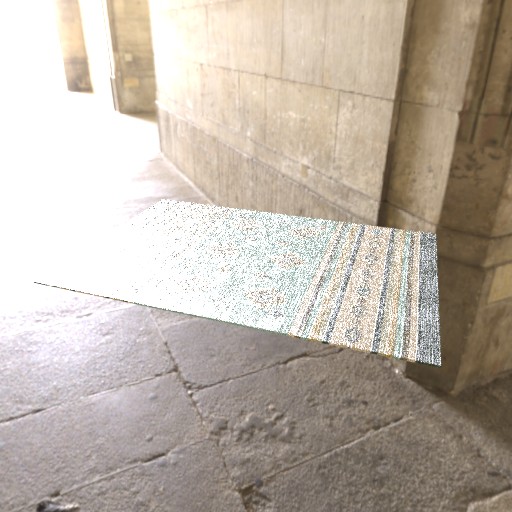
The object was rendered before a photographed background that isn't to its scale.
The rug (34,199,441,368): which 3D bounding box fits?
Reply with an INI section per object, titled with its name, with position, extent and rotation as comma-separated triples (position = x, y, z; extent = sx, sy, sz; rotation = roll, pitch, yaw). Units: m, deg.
[rug]
position = 0.000, 0.000, 2.348
extent = 1.811, 0.010, 1.212
rotation = 9, 28, 17
